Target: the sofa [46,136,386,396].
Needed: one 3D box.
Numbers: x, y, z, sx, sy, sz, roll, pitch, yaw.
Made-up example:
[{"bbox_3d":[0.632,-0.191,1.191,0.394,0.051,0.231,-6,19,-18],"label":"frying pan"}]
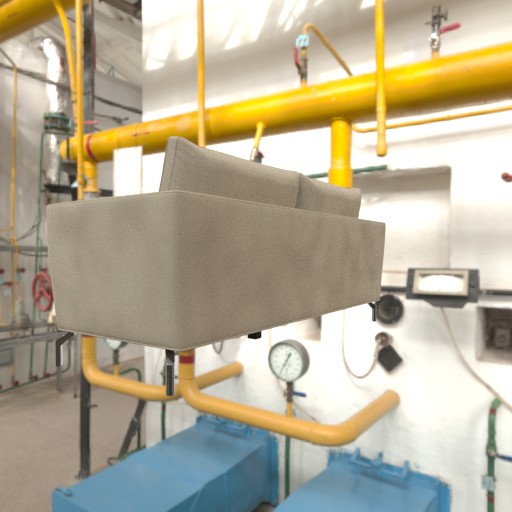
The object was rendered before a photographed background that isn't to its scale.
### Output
[{"bbox_3d":[0.000,0.000,2.699,0.868,1.005,2.214,0,1,35],"label":"sofa"}]
